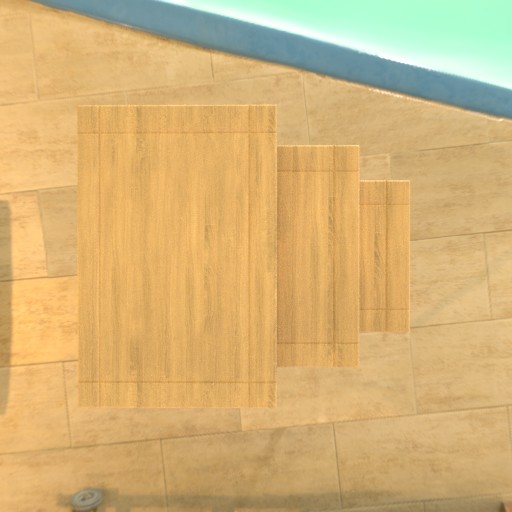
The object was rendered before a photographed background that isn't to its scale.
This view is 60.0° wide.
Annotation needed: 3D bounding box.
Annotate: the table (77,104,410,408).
[{"bbox_3d":[0.000,0.000,1.229,0.773,0.535,0.660,0,90,1],"label":"table"}]
